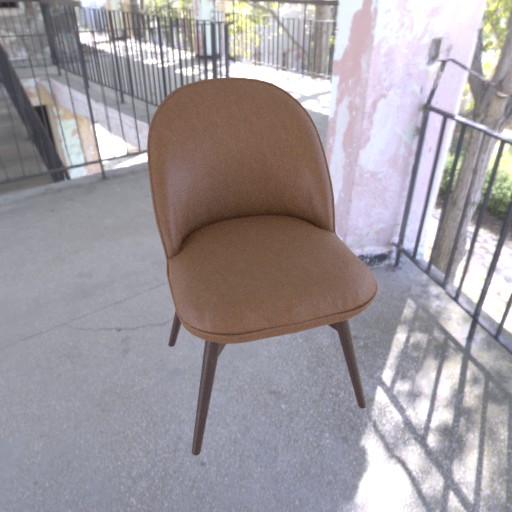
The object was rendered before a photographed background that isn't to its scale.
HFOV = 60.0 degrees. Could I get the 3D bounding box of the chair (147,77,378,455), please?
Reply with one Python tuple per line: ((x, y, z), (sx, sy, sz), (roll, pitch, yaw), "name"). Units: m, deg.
((0.000, 0.000, 1.230), (0.521, 0.831, 0.631), (-10, 33, -15), "chair")
